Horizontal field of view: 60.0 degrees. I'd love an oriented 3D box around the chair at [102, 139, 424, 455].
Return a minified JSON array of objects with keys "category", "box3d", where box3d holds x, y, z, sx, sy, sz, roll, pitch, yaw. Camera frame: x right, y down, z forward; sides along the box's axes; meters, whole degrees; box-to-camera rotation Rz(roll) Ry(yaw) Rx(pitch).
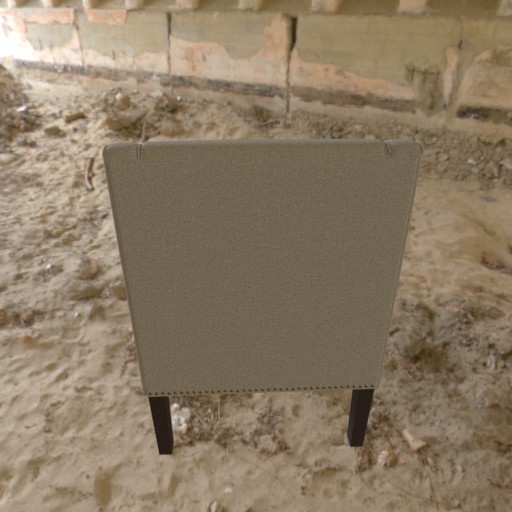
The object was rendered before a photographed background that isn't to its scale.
[{"category":"chair","box3d":[0.000,0.000,1.333,0.610,0.864,0.737,-1,29,-2]}]
